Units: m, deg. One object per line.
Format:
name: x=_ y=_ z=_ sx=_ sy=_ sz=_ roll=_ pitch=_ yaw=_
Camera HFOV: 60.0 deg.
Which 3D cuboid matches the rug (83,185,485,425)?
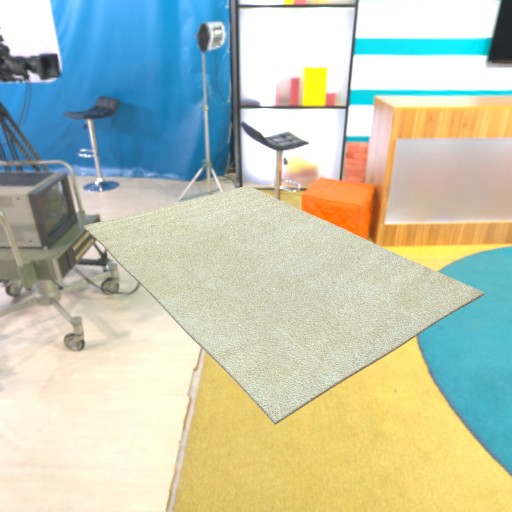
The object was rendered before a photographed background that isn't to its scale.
rug: x=0.000 y=0.000 z=3.444 sx=1.800 sy=0.025 sz=2.699 roll=-19 pitch=34 yaw=-32
